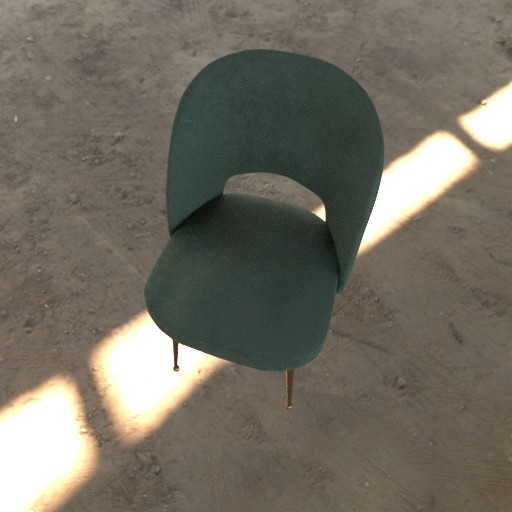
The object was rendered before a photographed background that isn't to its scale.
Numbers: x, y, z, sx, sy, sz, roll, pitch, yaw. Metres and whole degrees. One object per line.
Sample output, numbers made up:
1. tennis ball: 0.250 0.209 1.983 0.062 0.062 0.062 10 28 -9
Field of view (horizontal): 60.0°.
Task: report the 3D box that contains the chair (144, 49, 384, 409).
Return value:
1. chair: 0.000 0.000 1.220 0.527 0.860 0.577 15 58 10
